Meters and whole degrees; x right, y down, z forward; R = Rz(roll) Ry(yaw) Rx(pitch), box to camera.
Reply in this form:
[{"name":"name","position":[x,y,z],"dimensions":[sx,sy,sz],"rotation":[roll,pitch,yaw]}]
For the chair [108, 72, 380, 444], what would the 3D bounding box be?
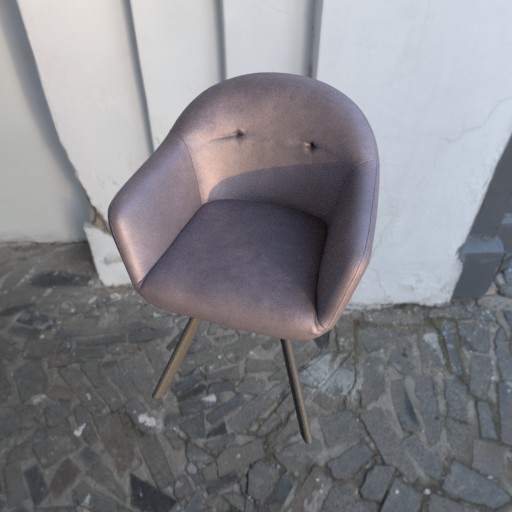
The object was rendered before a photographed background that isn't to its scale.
[{"name":"chair","position":[0.000,0.000,1.182],"dimensions":[0.567,0.781,0.544],"rotation":[12,43,13]}]
